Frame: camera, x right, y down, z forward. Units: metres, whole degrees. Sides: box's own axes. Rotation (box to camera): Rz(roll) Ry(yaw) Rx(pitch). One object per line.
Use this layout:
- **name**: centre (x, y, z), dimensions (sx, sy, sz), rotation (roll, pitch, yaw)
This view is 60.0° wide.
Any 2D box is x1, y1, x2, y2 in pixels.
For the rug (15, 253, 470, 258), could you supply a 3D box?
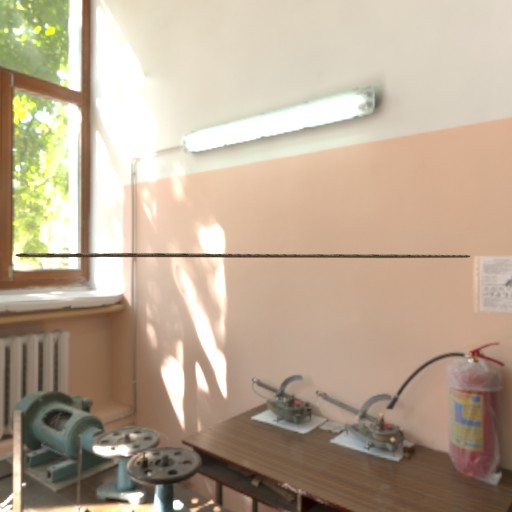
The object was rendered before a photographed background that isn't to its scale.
- **rug**: centre (0.000, 0.000, 2.658), dimensions (2.439, 0.020, 0.773), rotation (0, 0, -16)
